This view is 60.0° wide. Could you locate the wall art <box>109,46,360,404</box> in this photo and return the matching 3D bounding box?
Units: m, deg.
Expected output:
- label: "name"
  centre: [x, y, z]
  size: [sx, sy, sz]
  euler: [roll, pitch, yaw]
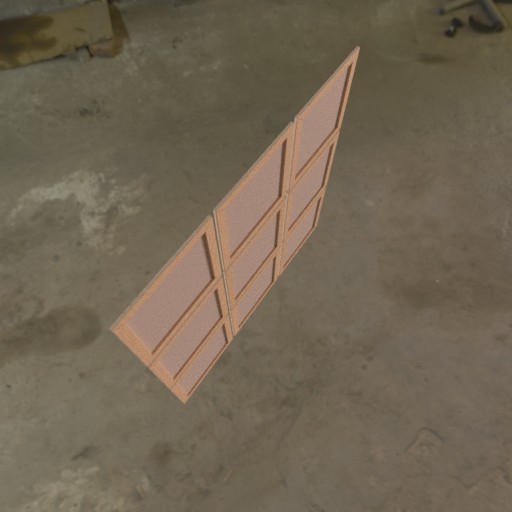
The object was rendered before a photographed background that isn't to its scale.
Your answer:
- label: "wall art"
  centre: [0.000, 0.000, 2.284]
  size: [0.014, 1.507, 1.519]
  euler: [32, 68, 15]
